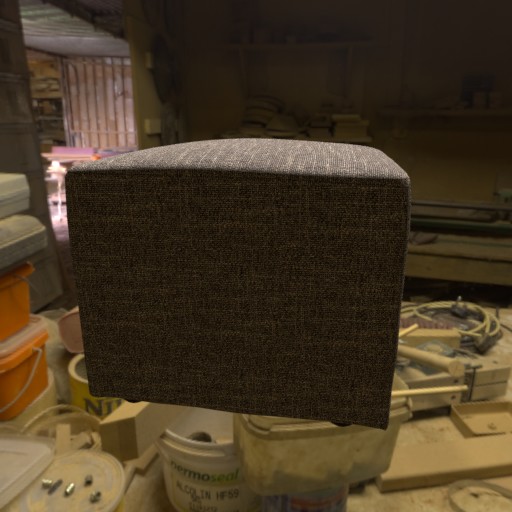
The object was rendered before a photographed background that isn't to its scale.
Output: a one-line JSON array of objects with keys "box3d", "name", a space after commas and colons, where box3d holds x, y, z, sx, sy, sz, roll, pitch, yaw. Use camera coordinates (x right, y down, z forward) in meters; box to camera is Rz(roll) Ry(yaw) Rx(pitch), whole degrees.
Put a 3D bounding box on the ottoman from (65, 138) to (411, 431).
[{"box3d": [0.000, 0.000, 0.904, 0.512, 0.453, 0.521, 3, 18, 10], "name": "ottoman"}]
